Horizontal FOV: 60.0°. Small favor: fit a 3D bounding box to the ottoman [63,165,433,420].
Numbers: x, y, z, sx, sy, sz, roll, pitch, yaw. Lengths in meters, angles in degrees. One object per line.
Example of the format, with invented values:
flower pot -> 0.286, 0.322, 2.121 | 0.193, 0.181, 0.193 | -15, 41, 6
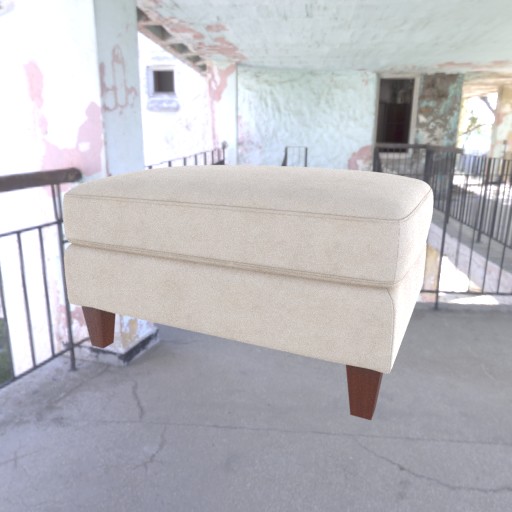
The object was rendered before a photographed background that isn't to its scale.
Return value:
ottoman -> 0.000, 0.000, 1.228 | 0.864, 0.483, 0.584 | 7, 17, 25
